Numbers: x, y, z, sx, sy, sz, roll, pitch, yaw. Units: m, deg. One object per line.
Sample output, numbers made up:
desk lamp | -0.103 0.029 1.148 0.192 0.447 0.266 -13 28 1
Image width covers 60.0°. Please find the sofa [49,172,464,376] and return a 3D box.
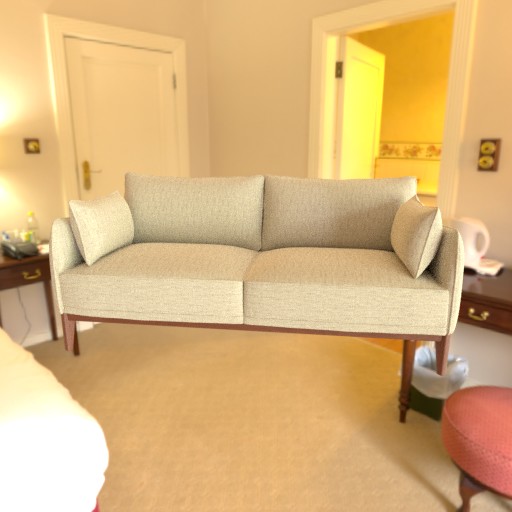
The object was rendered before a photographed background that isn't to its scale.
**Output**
sofa | 0.000 0.000 2.484 1.989 0.860 0.991 2 15 7
